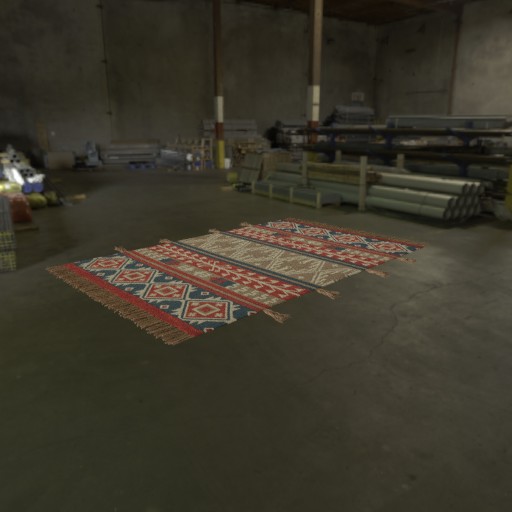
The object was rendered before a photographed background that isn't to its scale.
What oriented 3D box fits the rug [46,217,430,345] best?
[{"bbox_3d":[0.000,0.000,3.208,2.450,0.048,1.778,-15,22,-42],"label":"rug"}]
